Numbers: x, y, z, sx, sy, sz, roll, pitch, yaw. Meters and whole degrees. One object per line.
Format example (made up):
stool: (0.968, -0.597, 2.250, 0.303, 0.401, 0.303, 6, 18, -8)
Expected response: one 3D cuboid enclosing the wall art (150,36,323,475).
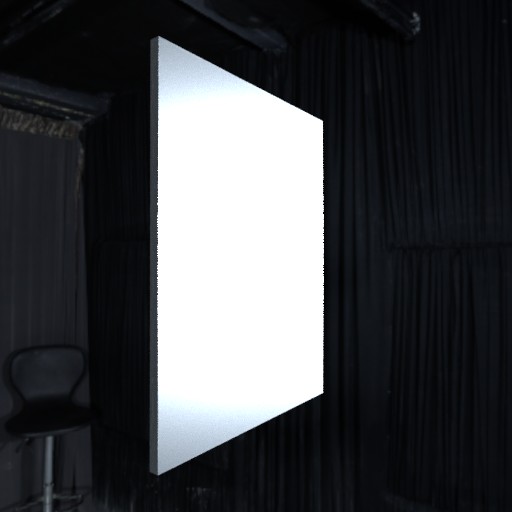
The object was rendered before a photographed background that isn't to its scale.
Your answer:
wall art: (0.000, 0.000, 1.391, 0.030, 1.046, 0.816, 0, -1, 37)
